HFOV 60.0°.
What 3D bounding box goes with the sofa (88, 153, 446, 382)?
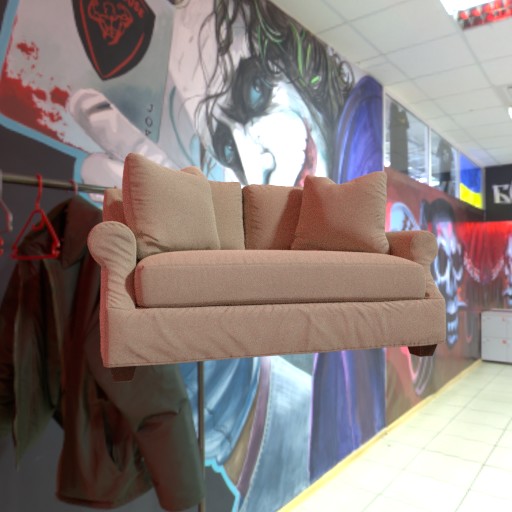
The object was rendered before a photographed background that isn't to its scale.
[{"bbox_3d":[0.000,0.000,2.199,1.550,0.905,1.070,0,-1,-19],"label":"sofa"}]
